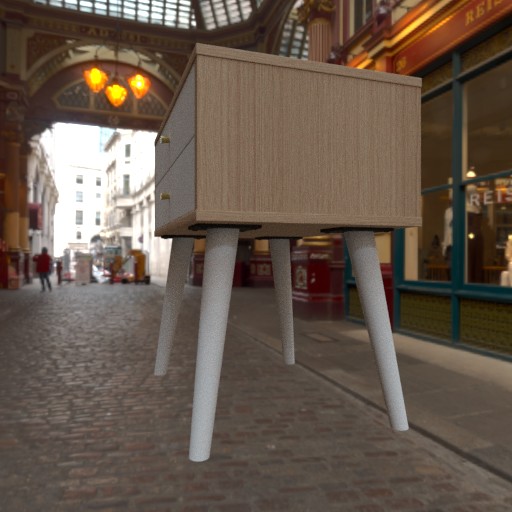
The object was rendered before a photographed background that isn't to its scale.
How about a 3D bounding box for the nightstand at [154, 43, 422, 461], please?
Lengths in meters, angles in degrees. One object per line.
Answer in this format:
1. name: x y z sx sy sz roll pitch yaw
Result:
1. nightstand: 0.000 0.000 0.965 0.407 0.610 0.571 0 0 -19
